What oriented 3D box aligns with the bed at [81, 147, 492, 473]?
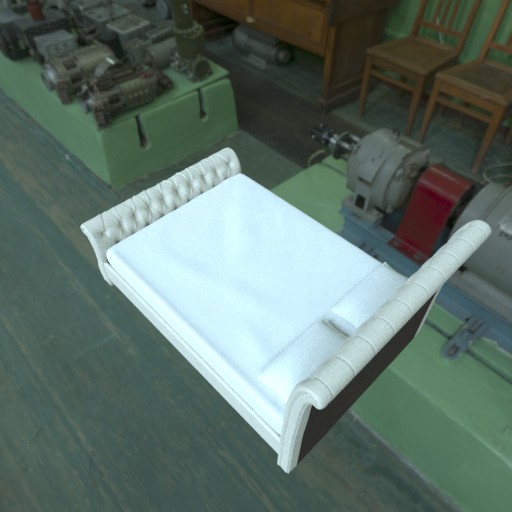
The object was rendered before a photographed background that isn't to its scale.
[{"bbox_3d":[0.000,0.000,3.363,1.606,1.268,2.493,-35,57,-28],"label":"bed"}]
